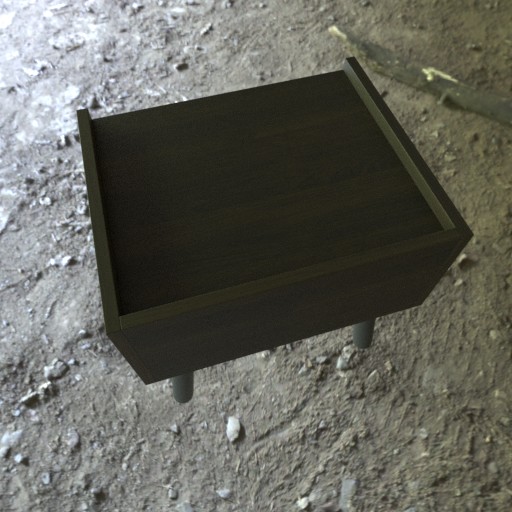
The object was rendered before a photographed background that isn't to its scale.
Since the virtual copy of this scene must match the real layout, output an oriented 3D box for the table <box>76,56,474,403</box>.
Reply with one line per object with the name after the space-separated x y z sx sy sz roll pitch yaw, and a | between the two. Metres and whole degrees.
0.000 0.000 0.805 0.450 0.470 0.370 -14 60 -9 | table
